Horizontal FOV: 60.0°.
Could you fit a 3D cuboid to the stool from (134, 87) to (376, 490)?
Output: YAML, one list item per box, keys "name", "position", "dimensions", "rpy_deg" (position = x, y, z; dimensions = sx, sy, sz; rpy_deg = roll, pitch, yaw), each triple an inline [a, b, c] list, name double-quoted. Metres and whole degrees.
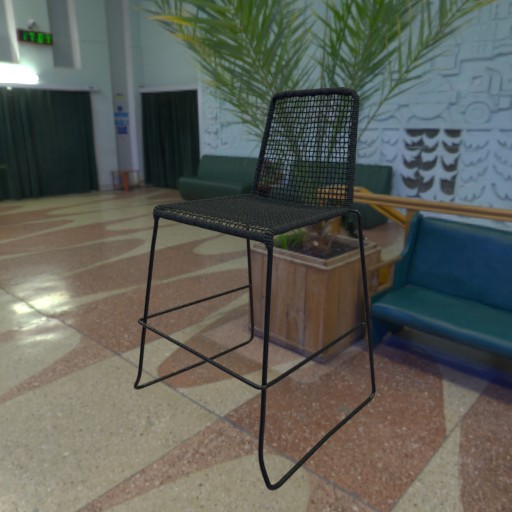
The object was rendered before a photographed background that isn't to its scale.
- name: "stool"
  position: [0.000, 0.000, 1.243]
  dimensions: [0.590, 0.905, 0.509]
  rpy_deg: [15, 22, 42]
